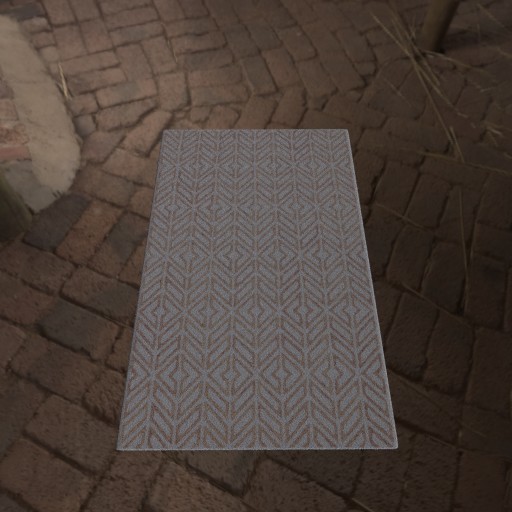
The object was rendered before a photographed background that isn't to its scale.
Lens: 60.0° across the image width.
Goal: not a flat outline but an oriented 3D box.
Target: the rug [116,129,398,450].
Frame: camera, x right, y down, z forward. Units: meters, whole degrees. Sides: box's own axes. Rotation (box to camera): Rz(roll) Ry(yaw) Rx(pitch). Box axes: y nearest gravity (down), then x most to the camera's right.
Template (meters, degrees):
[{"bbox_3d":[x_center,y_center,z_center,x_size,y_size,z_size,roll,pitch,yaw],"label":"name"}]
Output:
[{"bbox_3d":[0.000,0.000,3.019,1.523,0.008,2.438,0,59,0],"label":"rug"}]
